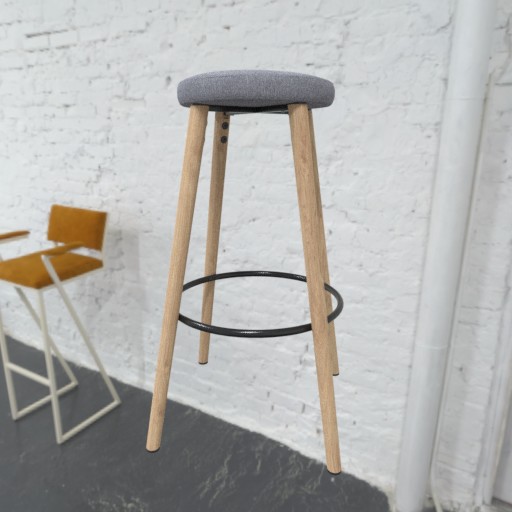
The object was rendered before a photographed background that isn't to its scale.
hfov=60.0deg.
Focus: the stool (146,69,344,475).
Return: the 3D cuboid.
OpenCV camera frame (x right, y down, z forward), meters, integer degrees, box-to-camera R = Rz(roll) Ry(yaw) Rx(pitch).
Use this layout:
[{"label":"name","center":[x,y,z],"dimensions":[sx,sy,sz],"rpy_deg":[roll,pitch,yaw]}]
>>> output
[{"label":"stool","center":[0.000,0.000,1.000],"dimensions":[0.410,0.770,0.410],"rpy_deg":[3,15,9]}]
